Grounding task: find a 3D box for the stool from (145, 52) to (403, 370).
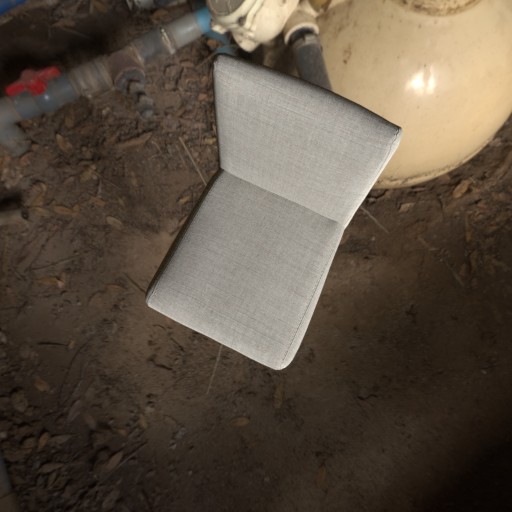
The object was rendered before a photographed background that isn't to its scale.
[{"bbox_3d":[0.000,0.000,1.366,0.454,1.039,0.567,25,78,6],"label":"stool"}]
